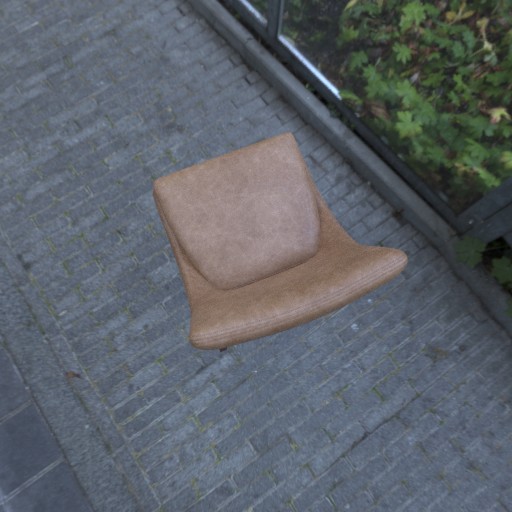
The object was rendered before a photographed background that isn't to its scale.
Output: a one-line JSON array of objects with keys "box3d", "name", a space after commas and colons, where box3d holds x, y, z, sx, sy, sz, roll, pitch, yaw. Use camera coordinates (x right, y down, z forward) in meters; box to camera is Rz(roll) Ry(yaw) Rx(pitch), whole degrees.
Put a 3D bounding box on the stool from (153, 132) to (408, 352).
[{"box3d": [0.000, 0.000, 1.429, 0.487, 1.079, 0.572, -21, 76, -5], "name": "stool"}]
